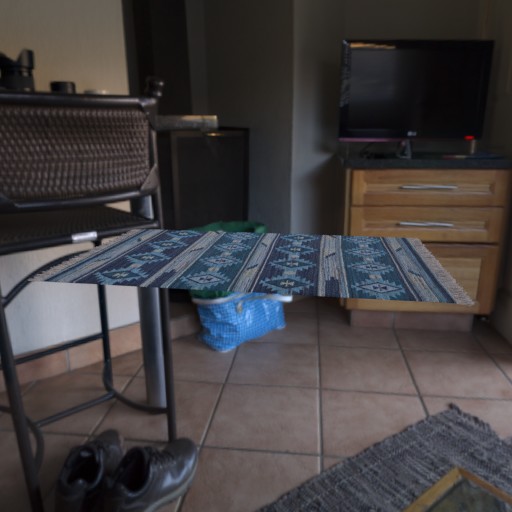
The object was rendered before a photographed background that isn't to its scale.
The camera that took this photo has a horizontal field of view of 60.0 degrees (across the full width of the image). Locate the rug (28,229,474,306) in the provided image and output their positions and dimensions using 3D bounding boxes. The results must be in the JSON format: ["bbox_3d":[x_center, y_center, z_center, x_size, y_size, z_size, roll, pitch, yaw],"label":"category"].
[{"bbox_3d":[0.000,0.000,2.435,1.936,0.028,1.181,2,15,9],"label":"rug"}]
